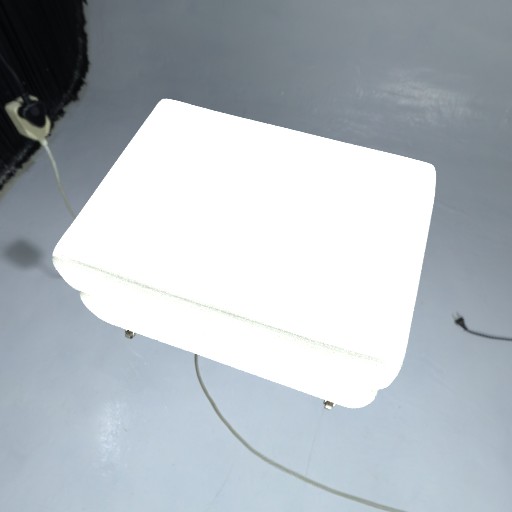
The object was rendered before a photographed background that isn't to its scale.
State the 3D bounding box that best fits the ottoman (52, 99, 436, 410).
[{"bbox_3d":[0.000,0.000,1.180,0.773,0.499,0.569,17,60,10],"label":"ottoman"}]
